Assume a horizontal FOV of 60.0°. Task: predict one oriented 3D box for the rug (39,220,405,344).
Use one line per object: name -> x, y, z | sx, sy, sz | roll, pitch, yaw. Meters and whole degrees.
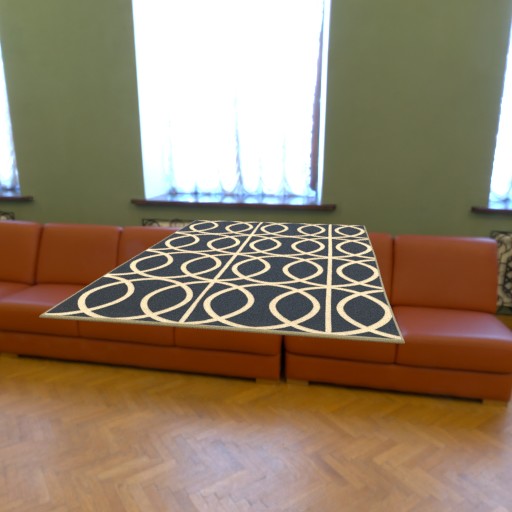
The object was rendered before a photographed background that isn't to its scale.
rug -> 0.000, 0.000, 2.876 | 1.528, 0.014, 2.294 | 2, 15, 9
